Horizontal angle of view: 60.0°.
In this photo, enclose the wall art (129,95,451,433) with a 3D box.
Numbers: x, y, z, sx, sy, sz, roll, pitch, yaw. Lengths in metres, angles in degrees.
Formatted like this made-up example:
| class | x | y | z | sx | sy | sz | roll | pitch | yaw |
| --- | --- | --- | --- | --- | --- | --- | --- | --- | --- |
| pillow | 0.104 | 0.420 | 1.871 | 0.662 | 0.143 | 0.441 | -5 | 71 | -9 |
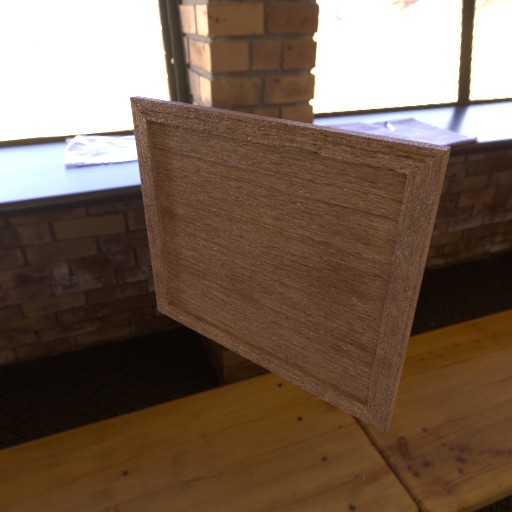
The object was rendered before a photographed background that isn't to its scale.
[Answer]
| class | x | y | z | sx | sy | sz | roll | pitch | yaw |
| --- | --- | --- | --- | --- | --- | --- | --- | --- | --- |
| wall art | 0.000 | 0.000 | 0.957 | 0.690 | 0.588 | 0.026 | 21 | 35 | 32 |
